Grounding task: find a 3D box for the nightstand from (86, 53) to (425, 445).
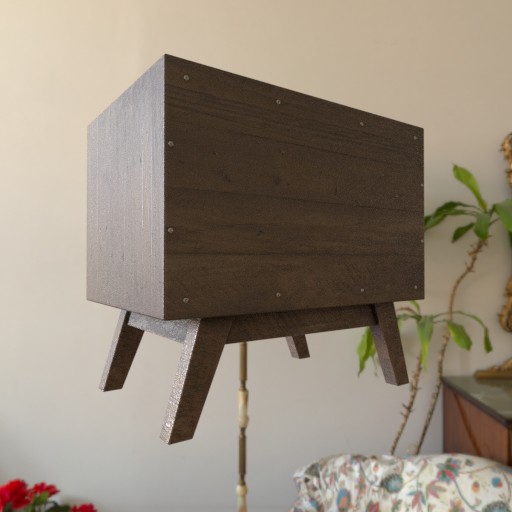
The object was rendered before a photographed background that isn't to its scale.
[{"bbox_3d":[0.000,0.000,1.030,0.650,0.599,0.450,0,-1,-35],"label":"nightstand"}]
